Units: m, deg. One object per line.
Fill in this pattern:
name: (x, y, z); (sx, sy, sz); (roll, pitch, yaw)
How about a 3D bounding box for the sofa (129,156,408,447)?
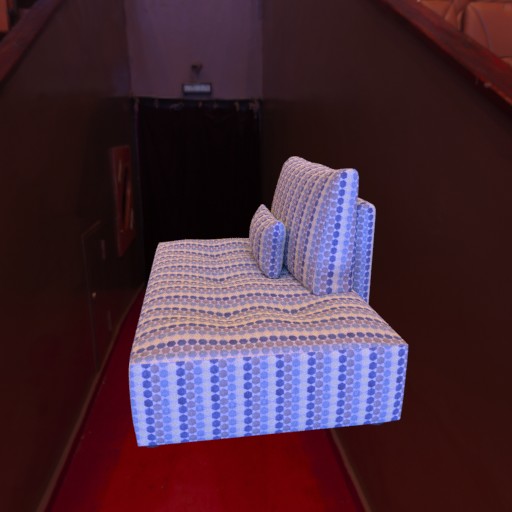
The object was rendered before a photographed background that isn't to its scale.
sofa: (0.000, 0.000, 2.024); (1.000, 0.820, 1.450); (-2, 17, -8)
